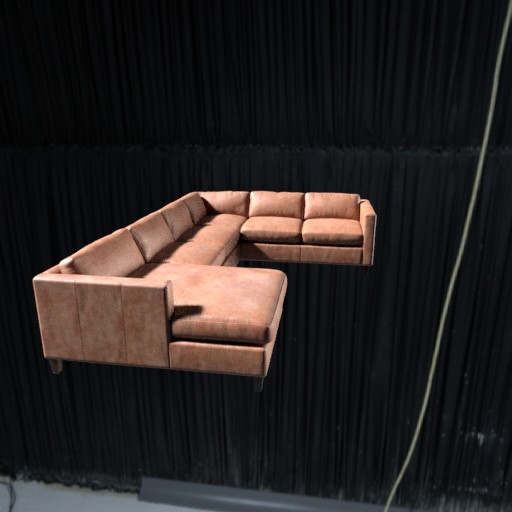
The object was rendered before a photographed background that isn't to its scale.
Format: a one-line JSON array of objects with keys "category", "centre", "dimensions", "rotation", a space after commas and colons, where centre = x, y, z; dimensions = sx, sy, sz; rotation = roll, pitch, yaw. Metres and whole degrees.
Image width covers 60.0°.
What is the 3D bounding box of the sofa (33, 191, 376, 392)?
[{"category": "sofa", "centre": [0.000, 0.000, 4.386], "dimensions": [2.430, 0.832, 3.401], "rotation": [3, 17, 8]}]
